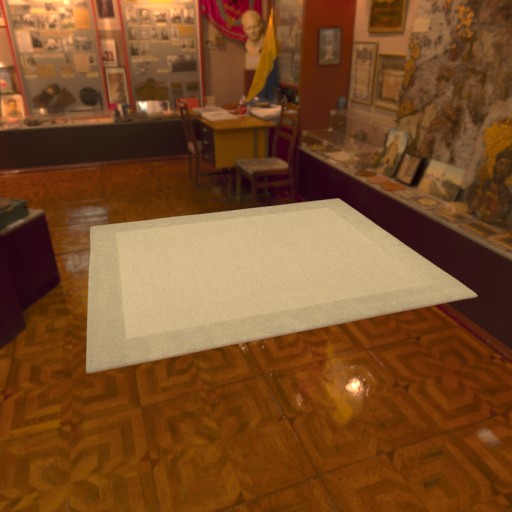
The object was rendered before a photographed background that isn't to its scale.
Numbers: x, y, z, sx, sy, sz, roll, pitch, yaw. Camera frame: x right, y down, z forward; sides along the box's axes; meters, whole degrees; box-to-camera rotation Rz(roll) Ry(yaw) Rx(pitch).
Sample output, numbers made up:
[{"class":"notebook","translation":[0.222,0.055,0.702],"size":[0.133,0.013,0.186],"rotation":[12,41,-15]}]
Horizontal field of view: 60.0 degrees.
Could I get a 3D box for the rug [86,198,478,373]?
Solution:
[{"class":"rug","translation":[0.000,0.000,4.159],"size":[2.976,0.018,2.430],"rotation":[-8,28,-16]}]
